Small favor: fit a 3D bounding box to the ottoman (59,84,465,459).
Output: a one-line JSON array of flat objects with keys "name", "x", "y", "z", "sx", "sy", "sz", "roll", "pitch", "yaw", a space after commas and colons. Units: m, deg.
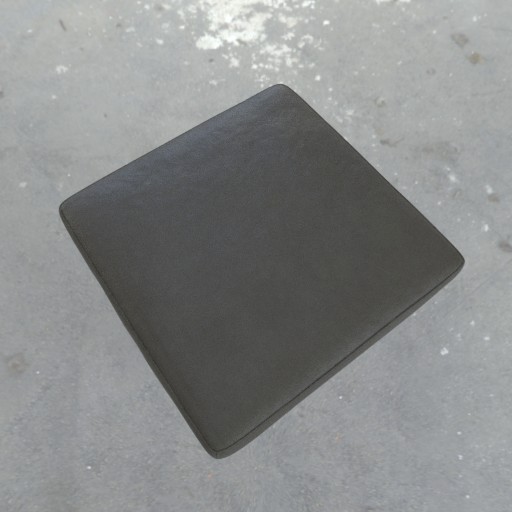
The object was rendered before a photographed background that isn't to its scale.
[{"name": "ottoman", "x": 0.000, "y": 0.000, "z": 1.347, "sx": 0.844, "sy": 0.415, "sz": 0.836, "roll": -33, "pitch": 69, "yaw": -15}]
